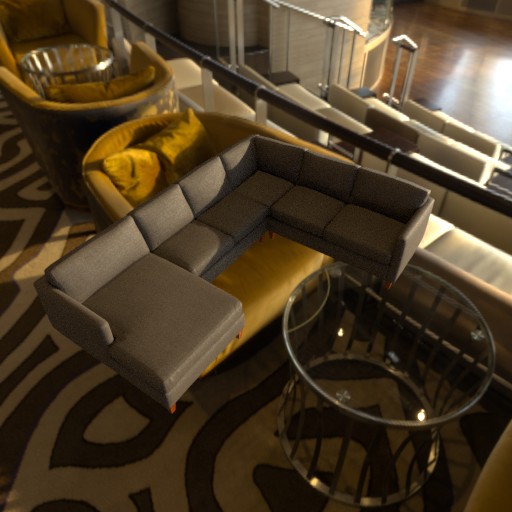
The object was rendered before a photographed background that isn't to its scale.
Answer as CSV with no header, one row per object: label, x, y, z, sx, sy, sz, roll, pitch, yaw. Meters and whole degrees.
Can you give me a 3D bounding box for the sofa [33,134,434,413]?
sofa,0.000,0.000,4.666,2.594,0.961,3.460,25,47,25
